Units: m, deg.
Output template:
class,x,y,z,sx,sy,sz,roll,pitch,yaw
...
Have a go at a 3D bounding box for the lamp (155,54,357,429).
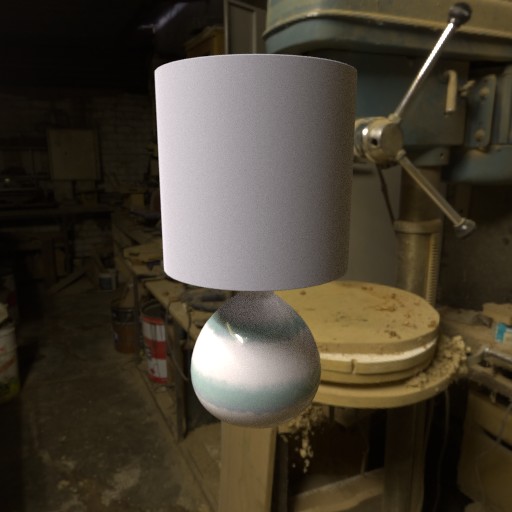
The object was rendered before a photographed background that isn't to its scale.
class,x,y,z,sx,sy,sz,roll,pitch,yaw
lamp,0.000,0.000,0.530,0.217,0.404,0.217,-6,14,-26
